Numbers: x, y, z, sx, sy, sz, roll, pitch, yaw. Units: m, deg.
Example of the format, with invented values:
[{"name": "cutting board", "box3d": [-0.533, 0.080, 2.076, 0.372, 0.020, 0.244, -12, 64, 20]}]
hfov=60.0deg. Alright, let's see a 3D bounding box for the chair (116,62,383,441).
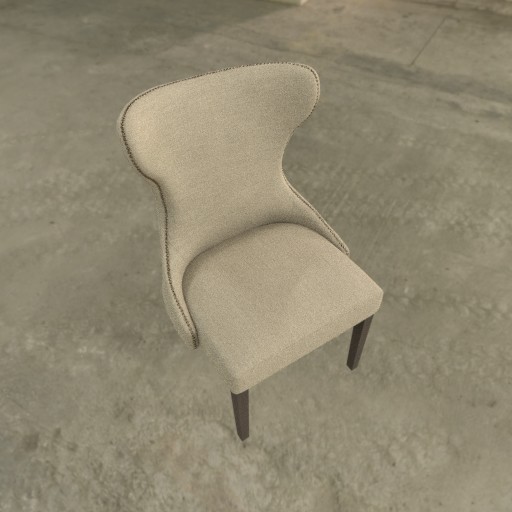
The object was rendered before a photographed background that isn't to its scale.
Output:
[{"name": "chair", "box3d": [0.000, 0.000, 1.404, 0.628, 0.967, 0.635, -25, 51, -22]}]
